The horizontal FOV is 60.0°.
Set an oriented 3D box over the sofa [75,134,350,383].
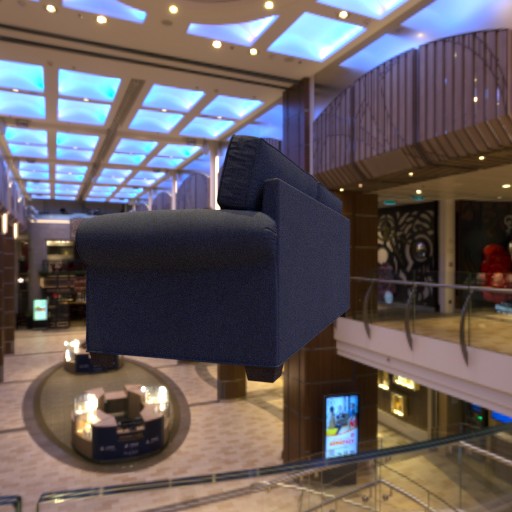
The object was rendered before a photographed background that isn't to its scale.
[{"bbox_3d":[0.000,0.000,2.938,0.954,1.026,2.391,0,0,19],"label":"sofa"}]
